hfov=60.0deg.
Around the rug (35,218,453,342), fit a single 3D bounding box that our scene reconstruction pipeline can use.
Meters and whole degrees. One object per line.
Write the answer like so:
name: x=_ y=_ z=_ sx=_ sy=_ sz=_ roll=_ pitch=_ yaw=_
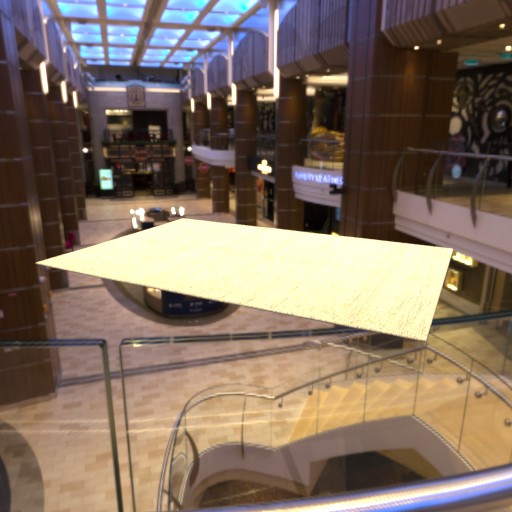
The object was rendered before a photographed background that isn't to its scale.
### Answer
rug: x=0.000 y=0.000 z=2.354 sx=1.850 sy=0.015 sz=1.250 roll=8 pitch=18 yaw=26
